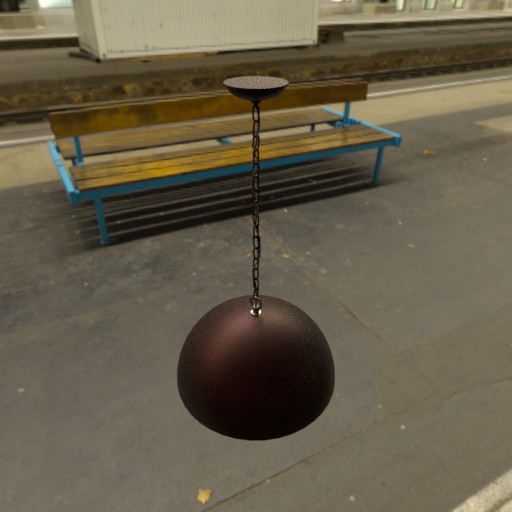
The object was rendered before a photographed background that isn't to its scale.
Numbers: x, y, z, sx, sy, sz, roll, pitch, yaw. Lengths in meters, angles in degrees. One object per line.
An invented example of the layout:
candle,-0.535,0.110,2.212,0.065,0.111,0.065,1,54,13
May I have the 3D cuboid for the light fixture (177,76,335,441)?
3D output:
light fixture,0.000,0.000,1.171,0.492,0.869,0.492,24,39,33
